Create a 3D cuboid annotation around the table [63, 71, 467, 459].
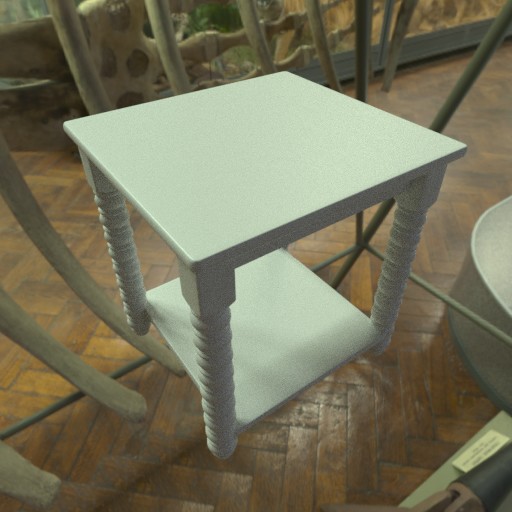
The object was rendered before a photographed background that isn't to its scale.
[{"bbox_3d":[0.000,0.000,0.962,0.533,0.563,0.500,-24,45,-27],"label":"table"}]
